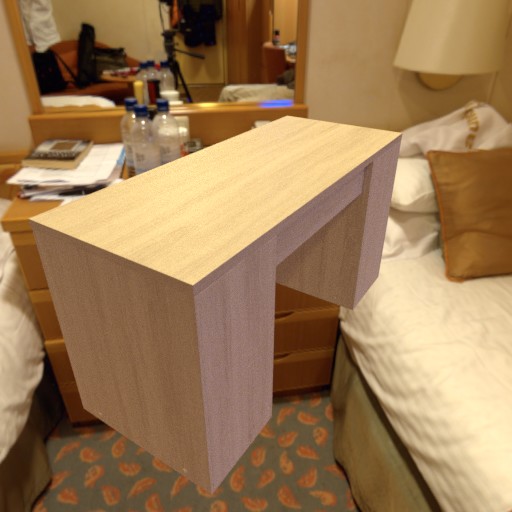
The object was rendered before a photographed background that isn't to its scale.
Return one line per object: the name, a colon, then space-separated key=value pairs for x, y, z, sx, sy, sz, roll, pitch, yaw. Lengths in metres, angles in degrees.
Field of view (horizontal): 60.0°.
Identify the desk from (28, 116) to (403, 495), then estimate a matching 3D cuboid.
desk: x=0.000 y=0.000 z=1.740 sx=0.600 sy=0.740 sz=1.390 roll=19 pitch=35 yaw=28
